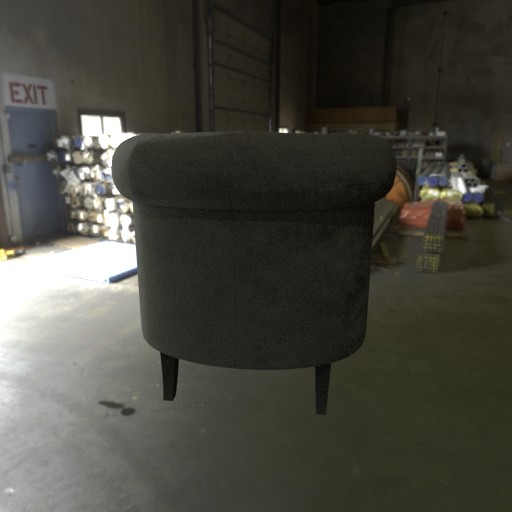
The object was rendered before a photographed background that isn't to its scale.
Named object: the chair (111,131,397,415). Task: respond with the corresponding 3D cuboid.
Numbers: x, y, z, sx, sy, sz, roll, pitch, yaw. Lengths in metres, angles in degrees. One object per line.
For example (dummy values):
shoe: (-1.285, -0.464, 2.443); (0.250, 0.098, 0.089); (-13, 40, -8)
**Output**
chair: (0.000, 0.000, 1.539); (0.904, 0.826, 0.851); (2, 15, 8)
